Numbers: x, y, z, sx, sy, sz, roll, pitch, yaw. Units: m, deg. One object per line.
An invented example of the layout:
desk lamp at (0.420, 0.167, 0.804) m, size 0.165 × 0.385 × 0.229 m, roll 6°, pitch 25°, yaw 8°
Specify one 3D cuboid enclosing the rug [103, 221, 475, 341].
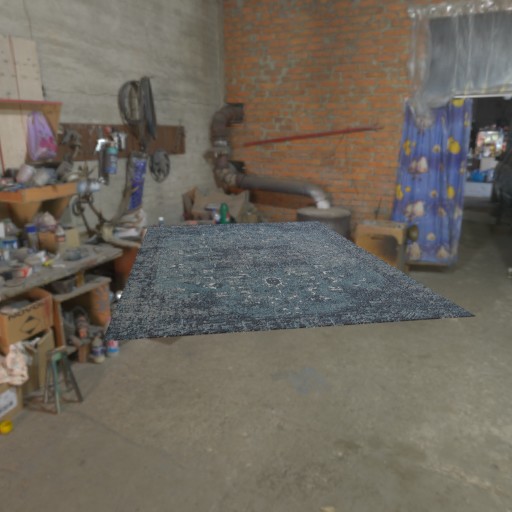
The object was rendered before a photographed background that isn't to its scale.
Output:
rug at (0.000, 0.000, 2.286) m, size 1.219 × 0.005 × 1.828 m, roll -2°, pitch 15°, yaw -9°
